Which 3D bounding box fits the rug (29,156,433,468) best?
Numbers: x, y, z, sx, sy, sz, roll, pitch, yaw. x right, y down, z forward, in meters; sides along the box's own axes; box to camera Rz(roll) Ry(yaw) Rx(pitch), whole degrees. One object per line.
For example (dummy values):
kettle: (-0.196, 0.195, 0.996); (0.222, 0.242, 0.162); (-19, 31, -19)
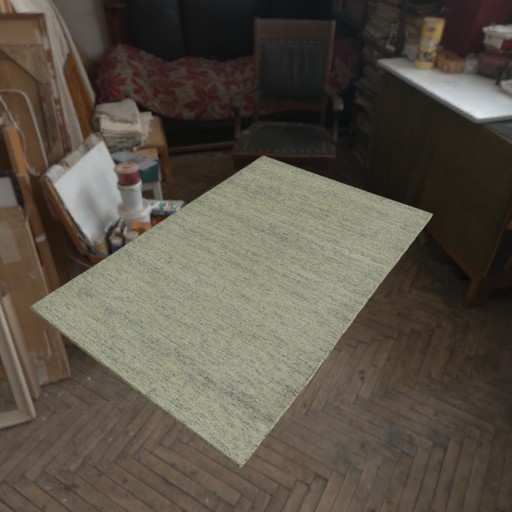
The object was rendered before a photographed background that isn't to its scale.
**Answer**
rug: (0.000, 0.000, 2.320); (1.243, 0.014, 1.846); (25, 46, 27)
